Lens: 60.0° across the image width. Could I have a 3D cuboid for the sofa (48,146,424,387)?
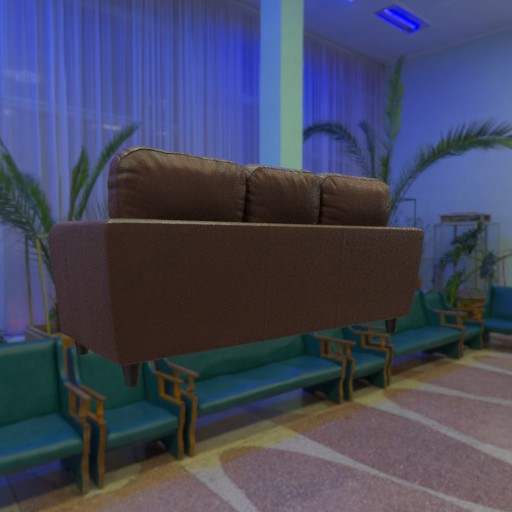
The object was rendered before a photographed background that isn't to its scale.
[{"bbox_3d":[0.000,0.000,2.329,1.862,0.915,0.802,-1,2,-37],"label":"sofa"}]
